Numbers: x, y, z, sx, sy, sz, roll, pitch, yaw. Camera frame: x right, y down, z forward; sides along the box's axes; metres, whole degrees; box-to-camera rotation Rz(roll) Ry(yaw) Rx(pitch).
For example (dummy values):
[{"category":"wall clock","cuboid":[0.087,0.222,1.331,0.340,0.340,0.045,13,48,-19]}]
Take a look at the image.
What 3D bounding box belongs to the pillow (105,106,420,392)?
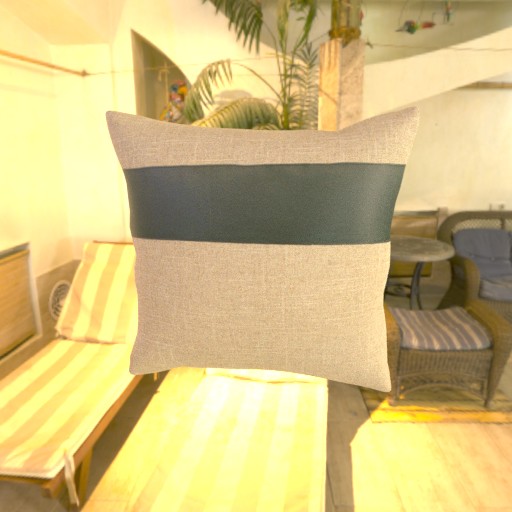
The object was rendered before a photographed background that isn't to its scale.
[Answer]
[{"category":"pillow","cuboid":[0.000,0.000,0.629,0.414,0.399,0.173,2,14,7]}]
